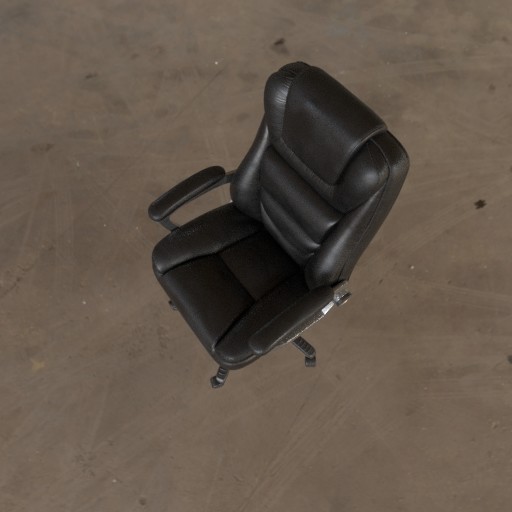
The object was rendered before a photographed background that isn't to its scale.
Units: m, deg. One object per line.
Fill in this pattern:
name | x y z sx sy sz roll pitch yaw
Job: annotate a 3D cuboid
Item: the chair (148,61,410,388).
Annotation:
chair | 0.000 0.000 1.511 0.689 1.075 0.697 -34 67 -16
